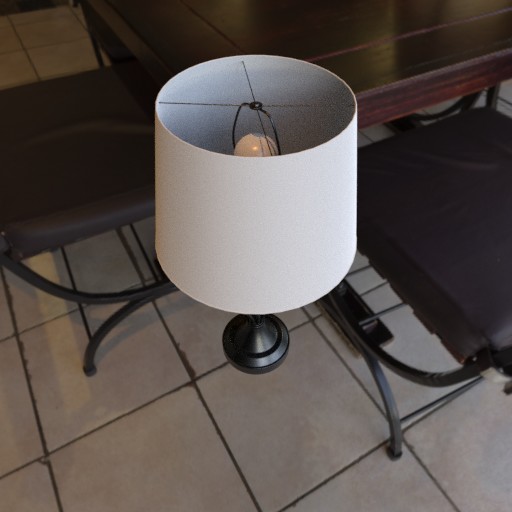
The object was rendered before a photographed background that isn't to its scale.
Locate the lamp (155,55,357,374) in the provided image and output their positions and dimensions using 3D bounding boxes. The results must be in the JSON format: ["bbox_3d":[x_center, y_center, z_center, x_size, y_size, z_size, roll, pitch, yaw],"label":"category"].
[{"bbox_3d":[0.000,0.000,0.780,0.331,0.594,0.331,0,48,0],"label":"lamp"}]
